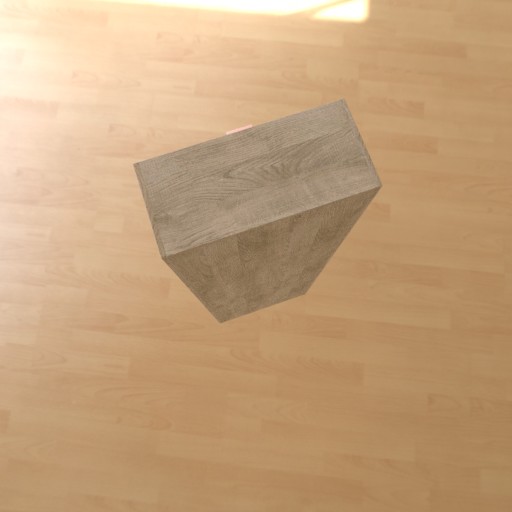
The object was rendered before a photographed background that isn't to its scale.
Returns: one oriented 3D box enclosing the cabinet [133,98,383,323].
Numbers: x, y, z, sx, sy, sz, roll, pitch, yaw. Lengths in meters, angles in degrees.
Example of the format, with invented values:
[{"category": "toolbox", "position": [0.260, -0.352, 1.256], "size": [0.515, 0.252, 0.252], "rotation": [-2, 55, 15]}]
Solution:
[{"category": "cabinet", "position": [0.000, 0.000, 1.801], "size": [0.520, 1.630, 0.250], "rotation": [-18, 77, -4]}]
